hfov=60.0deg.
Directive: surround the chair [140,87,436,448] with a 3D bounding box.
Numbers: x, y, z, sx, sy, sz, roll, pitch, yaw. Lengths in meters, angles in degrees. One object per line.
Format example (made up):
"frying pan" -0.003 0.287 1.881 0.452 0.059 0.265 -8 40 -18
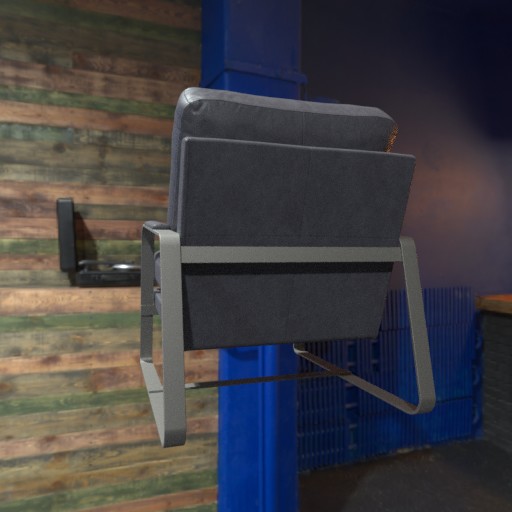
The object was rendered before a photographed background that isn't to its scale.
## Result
"chair" 0.000 0.000 1.452 0.692 0.839 0.878 0 0 -18
